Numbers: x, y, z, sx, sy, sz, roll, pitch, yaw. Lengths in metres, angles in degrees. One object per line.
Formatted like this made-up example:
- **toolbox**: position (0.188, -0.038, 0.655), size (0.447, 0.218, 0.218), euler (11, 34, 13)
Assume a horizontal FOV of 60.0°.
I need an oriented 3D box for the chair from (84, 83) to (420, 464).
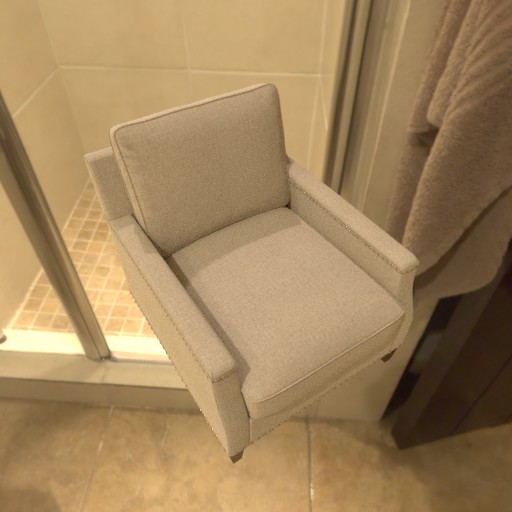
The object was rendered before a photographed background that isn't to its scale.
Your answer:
- **chair**: position (0.000, 0.000, 1.707), size (0.853, 0.943, 1.014), euler (-25, 50, -23)
